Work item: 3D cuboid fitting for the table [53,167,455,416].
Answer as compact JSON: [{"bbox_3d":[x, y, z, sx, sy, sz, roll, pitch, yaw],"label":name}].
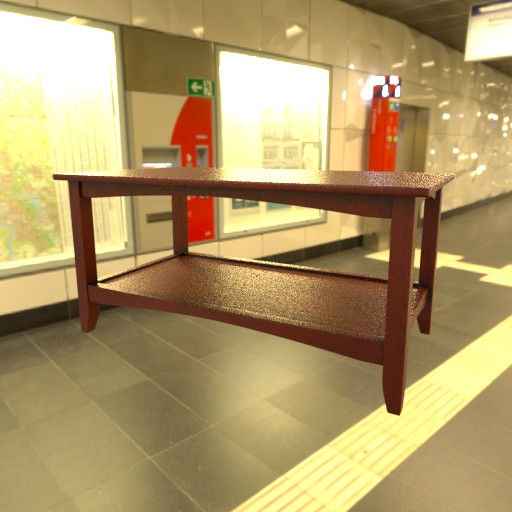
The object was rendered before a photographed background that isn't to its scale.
[{"bbox_3d":[0.000,0.000,1.244,0.943,0.456,0.533,7,15,27],"label":"table"}]
